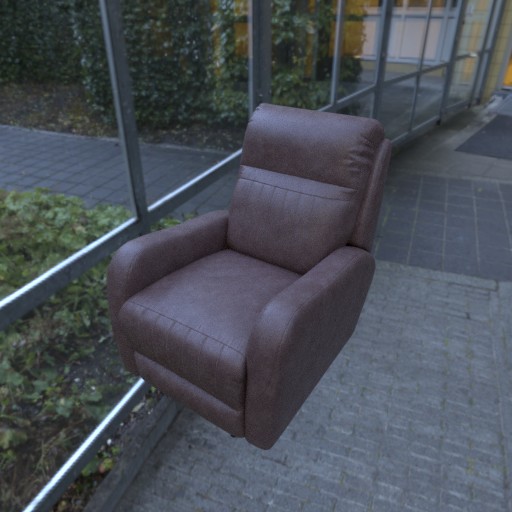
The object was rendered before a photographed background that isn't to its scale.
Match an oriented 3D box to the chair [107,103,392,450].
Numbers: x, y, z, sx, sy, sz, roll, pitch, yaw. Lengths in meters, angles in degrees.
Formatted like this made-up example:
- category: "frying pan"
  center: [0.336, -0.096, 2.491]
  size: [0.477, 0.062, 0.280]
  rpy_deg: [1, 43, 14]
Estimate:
- category: "chair"
  center: [0.000, 0.000, 1.887]
  size: [0.865, 1.067, 1.067]
  rpy_deg: [19, 35, 30]
